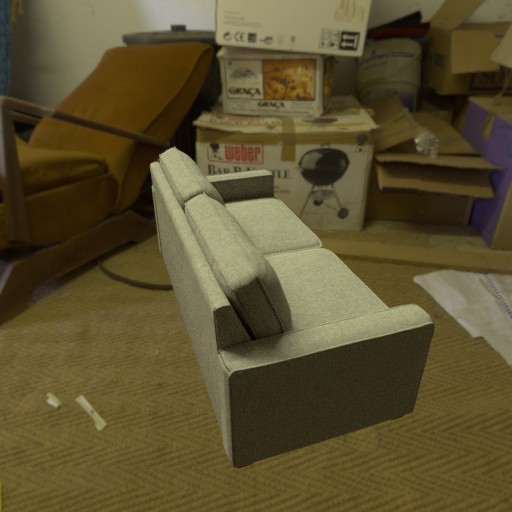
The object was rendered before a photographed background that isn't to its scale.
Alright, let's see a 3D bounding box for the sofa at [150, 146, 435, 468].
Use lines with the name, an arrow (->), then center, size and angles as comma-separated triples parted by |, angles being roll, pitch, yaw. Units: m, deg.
sofa -> 0.000, 0.000, 2.652 | 0.945, 0.918, 2.078 | -10, 32, -17
